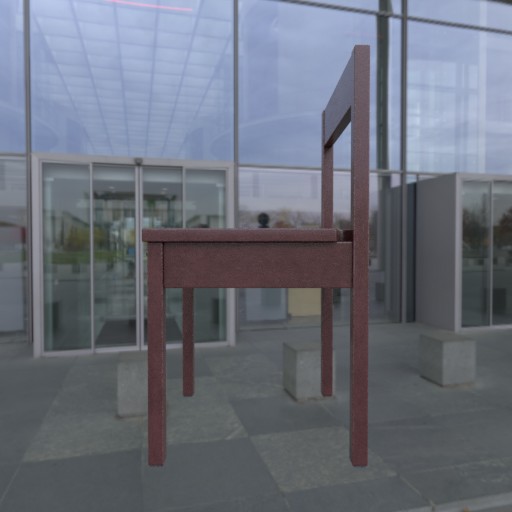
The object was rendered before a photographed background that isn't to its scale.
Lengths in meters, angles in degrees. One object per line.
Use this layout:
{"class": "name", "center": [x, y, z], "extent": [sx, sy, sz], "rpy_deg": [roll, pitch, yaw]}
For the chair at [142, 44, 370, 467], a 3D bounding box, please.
{"class": "chair", "center": [0.000, 0.000, 0.876], "extent": [0.361, 0.668, 0.367], "rpy_deg": [0, 1, 0]}
